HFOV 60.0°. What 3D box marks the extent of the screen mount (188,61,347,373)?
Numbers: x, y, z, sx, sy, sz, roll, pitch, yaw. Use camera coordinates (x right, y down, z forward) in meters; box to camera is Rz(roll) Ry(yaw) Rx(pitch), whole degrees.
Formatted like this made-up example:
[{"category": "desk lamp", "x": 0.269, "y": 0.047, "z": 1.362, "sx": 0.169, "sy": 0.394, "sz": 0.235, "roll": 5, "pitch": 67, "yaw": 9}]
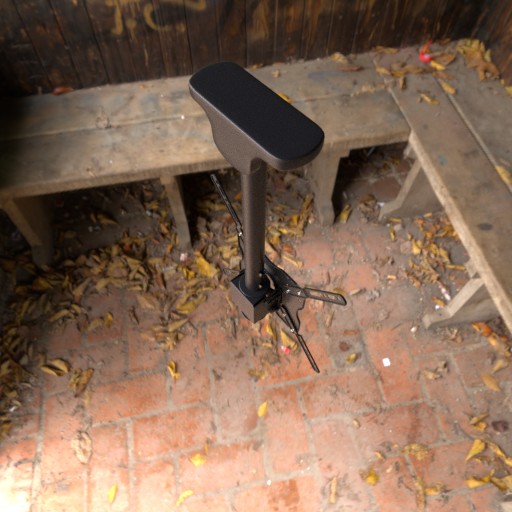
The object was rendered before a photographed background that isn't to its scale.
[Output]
[{"category": "screen mount", "x": 0.000, "y": 0.000, "z": 0.875, "sx": 0.090, "sy": 0.729, "sz": 0.393, "roll": -35, "pitch": 64, "yaw": -20}]
